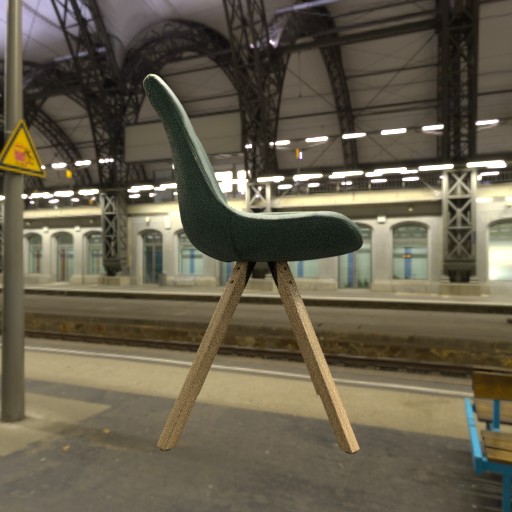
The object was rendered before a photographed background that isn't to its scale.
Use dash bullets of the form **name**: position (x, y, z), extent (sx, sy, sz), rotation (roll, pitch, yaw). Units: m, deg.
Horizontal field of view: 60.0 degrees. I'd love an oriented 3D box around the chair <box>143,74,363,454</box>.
- **chair**: position (0.000, 0.000, 1.181), extent (0.547, 0.865, 0.483), rotation (0, 0, 0)
